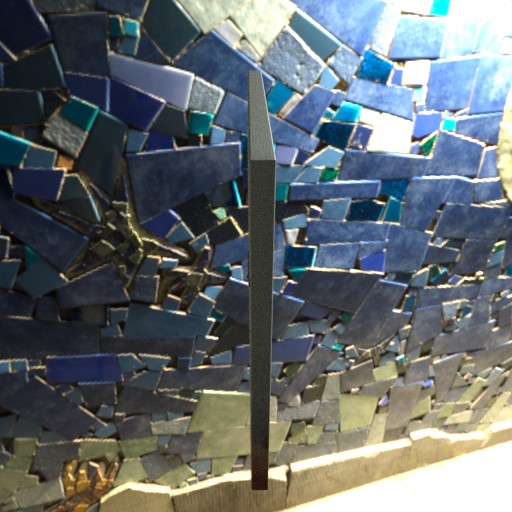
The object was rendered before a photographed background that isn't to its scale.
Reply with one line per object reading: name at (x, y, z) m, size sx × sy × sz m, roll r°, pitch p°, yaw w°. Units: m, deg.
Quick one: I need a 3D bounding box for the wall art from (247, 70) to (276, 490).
wall art at (0.000, 0.000, 0.889) m, size 0.034 × 0.605 × 0.605 m, roll 0°, pitch 31°, yaw -1°
